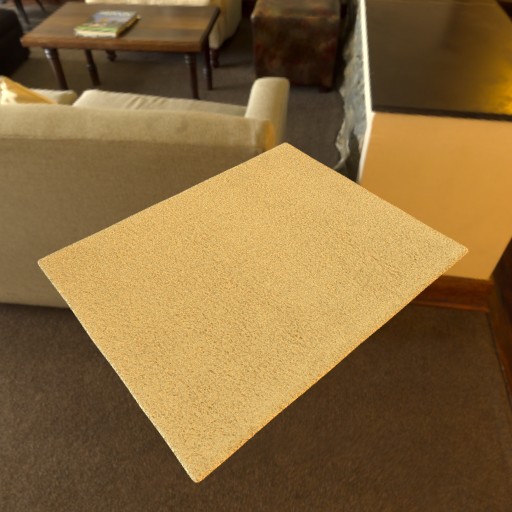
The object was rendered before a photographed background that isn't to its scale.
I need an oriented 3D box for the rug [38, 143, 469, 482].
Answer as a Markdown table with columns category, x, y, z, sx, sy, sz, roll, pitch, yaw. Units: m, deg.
| category | x | y | z | sx | sy | sz | roll | pitch | yaw |
| --- | --- | --- | --- | --- | --- | --- | --- | --- | --- |
| rug | 0.000 | 0.000 | 3.987 | 3.047 | 0.029 | 2.438 | -31 | 53 | -27 |
